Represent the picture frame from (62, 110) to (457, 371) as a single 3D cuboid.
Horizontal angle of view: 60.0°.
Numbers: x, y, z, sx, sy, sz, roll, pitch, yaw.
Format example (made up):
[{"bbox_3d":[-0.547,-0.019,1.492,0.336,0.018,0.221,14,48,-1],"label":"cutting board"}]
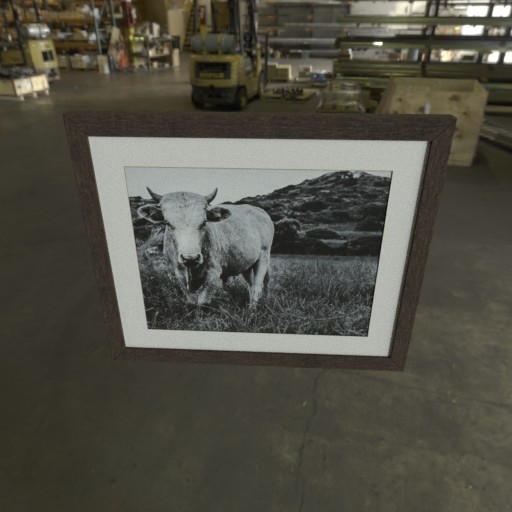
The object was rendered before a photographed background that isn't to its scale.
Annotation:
[{"bbox_3d":[0.000,0.000,0.732,0.546,0.455,0.026,1,29,3],"label":"picture frame"}]
